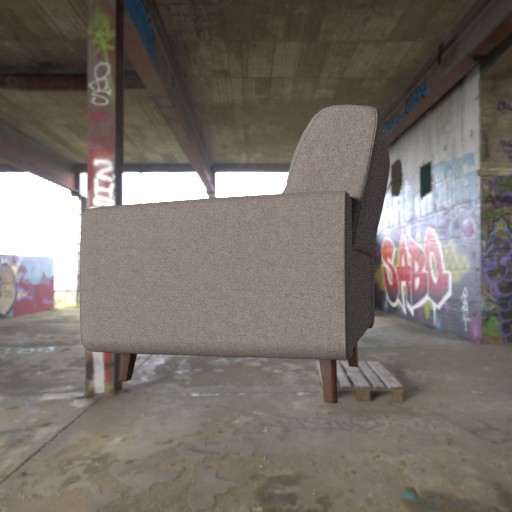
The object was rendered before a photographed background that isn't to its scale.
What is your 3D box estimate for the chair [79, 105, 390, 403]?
[{"bbox_3d":[0.000,0.000,1.595,0.907,0.839,0.831,-1,-2,20],"label":"chair"}]
